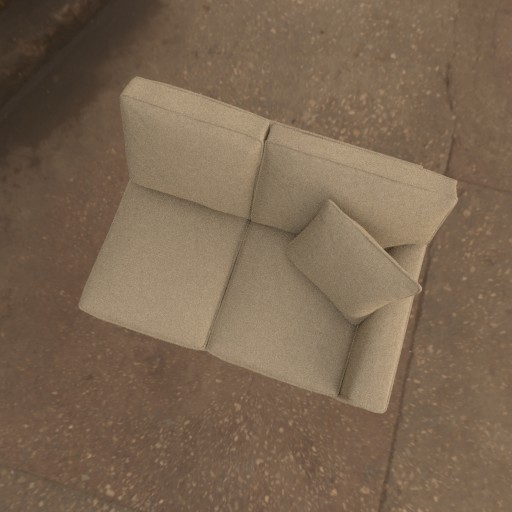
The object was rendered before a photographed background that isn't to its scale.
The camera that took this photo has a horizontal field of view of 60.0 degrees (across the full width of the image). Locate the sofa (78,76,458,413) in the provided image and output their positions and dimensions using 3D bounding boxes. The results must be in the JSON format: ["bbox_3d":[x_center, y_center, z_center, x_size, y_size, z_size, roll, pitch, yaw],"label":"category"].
[{"bbox_3d":[0.000,0.000,2.029,1.388,0.989,0.991,18,76,5],"label":"sofa"}]
